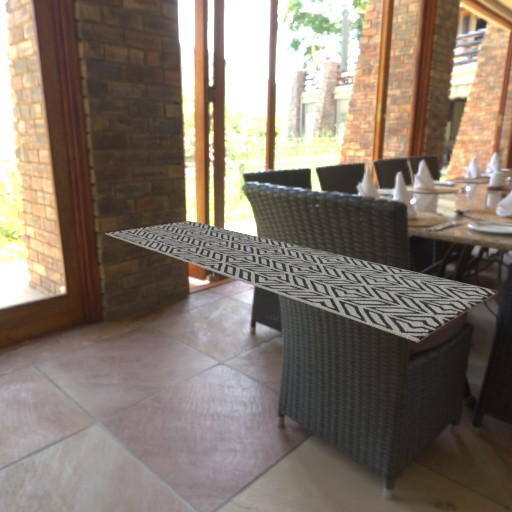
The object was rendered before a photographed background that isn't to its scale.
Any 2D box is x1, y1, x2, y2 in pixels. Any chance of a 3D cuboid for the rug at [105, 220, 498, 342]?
[{"bbox_3d":[0.000,0.000,2.629,0.750,0.009,2.435,-14,20,-41],"label":"rug"}]
